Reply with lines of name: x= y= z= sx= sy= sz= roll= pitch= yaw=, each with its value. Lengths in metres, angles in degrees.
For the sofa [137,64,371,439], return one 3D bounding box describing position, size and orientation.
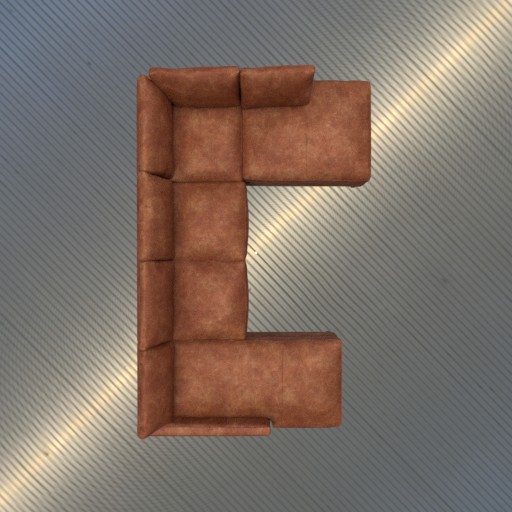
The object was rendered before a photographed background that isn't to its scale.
sofa: x=0.000 y=0.000 z=3.784 sx=1.939 sy=0.900 sz=2.956 roll=0 pitch=90 yaw=0
